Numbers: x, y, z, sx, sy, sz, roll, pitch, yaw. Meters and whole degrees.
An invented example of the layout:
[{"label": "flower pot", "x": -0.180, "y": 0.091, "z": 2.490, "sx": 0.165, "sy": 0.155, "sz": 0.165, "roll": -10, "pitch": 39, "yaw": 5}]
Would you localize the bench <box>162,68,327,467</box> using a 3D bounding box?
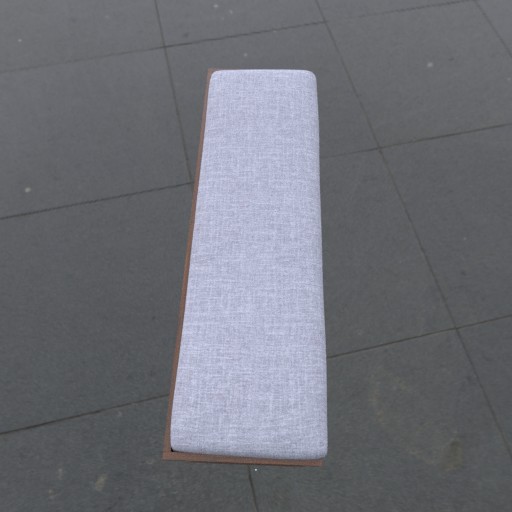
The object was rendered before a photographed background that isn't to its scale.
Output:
[{"label": "bench", "x": 0.000, "y": 0.000, "z": 1.406, "sx": 0.367, "sy": 0.468, "sz": 1.196, "roll": 2, "pitch": 64, "yaw": 1}]
